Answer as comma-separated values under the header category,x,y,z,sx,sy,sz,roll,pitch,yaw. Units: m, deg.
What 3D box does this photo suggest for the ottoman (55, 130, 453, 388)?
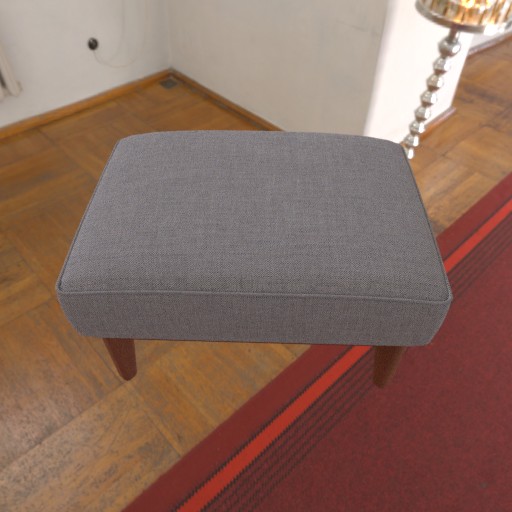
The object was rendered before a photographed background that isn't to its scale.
category,x,y,z,sx,sy,sz,roll,pitch,yaw
ottoman,0.000,0.000,1.110,0.750,0.458,0.555,1,47,1
